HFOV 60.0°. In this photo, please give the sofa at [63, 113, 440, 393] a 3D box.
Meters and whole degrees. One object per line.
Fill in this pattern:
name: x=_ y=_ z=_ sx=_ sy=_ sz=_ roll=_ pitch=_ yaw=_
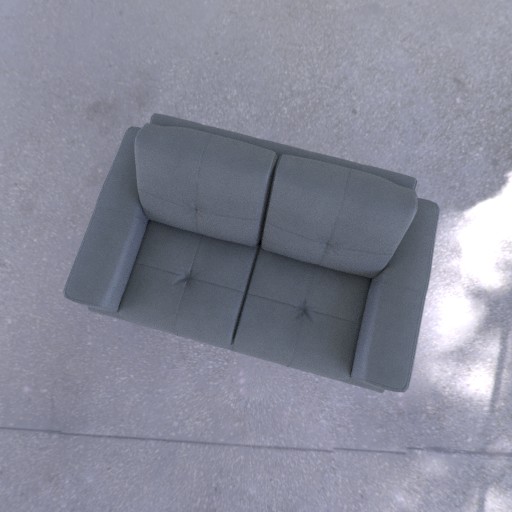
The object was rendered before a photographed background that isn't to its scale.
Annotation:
sofa: x=0.000 y=0.000 z=2.367 sx=1.806 sy=0.907 sz=1.018 roll=15 pitch=77 yaw=4
